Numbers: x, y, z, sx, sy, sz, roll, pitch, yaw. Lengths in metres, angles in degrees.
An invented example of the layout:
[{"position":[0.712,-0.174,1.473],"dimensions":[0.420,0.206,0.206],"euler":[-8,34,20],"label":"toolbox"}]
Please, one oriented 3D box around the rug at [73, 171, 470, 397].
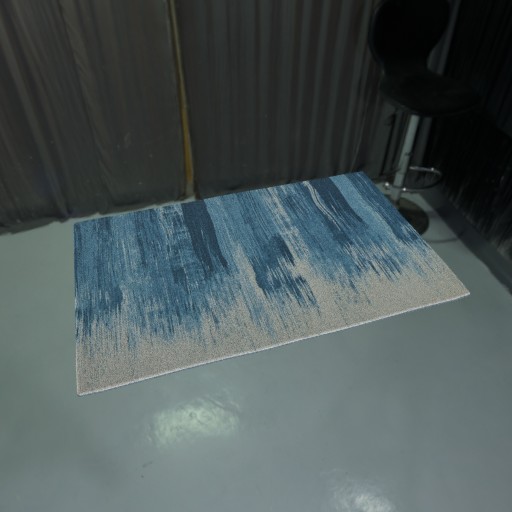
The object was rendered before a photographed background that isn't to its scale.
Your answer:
[{"position":[0.000,0.000,3.115],"dimensions":[2.450,0.027,1.540],"euler":[-12,44,-12],"label":"rug"}]
